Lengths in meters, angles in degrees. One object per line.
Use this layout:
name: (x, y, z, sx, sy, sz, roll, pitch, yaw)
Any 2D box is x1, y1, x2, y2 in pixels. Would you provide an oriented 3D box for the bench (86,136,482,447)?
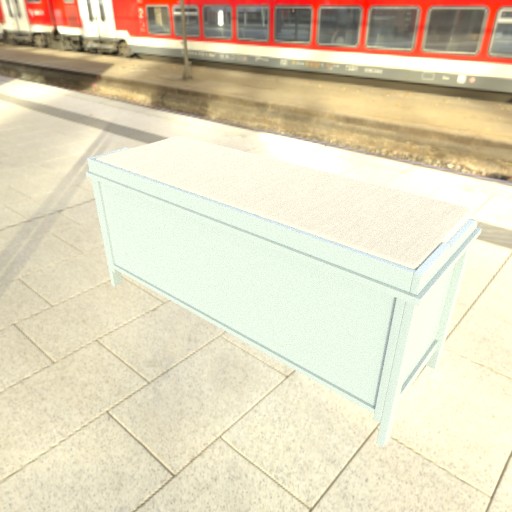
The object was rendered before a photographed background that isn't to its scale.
bench: (0.000, 0.000, 1.393, 1.140, 0.501, 0.398, 22, 37, 33)
